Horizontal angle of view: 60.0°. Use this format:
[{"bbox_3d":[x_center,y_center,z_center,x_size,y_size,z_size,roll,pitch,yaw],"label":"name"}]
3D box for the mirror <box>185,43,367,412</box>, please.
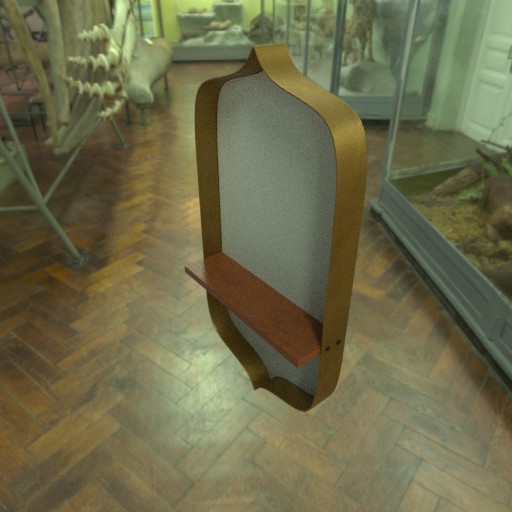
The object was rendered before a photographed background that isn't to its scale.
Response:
[{"bbox_3d":[0.000,0.000,0.711,0.096,0.613,0.323,-22,38,-32],"label":"mirror"}]
